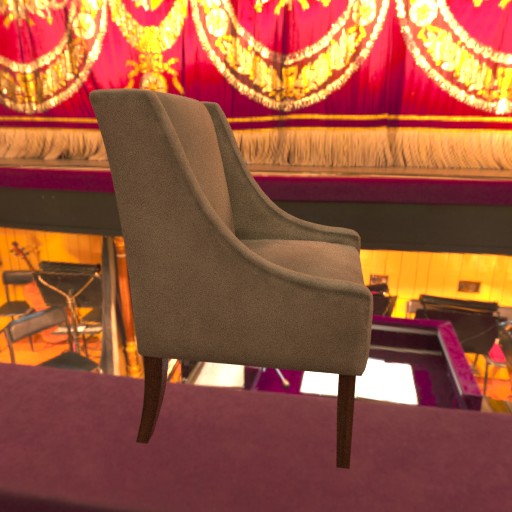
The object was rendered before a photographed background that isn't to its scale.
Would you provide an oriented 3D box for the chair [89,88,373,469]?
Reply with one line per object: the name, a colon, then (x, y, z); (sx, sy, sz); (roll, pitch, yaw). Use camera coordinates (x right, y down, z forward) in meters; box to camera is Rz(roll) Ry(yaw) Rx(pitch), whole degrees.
chair: (0.000, 0.000, 1.297); (0.629, 0.895, 0.629); (3, 17, 9)
